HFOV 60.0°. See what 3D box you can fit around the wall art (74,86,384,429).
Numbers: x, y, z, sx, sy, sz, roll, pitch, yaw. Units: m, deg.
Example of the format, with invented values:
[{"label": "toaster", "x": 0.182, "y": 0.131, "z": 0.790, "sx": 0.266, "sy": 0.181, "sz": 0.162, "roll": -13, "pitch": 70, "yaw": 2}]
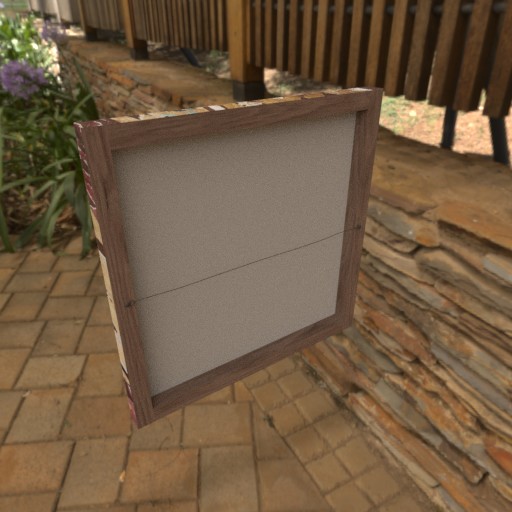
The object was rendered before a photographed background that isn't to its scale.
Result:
[{"label": "wall art", "x": 0.000, "y": 0.000, "z": 0.924, "sx": 0.609, "sy": 0.613, "sz": 0.041, "roll": -18, "pitch": 34, "yaw": -29}]
